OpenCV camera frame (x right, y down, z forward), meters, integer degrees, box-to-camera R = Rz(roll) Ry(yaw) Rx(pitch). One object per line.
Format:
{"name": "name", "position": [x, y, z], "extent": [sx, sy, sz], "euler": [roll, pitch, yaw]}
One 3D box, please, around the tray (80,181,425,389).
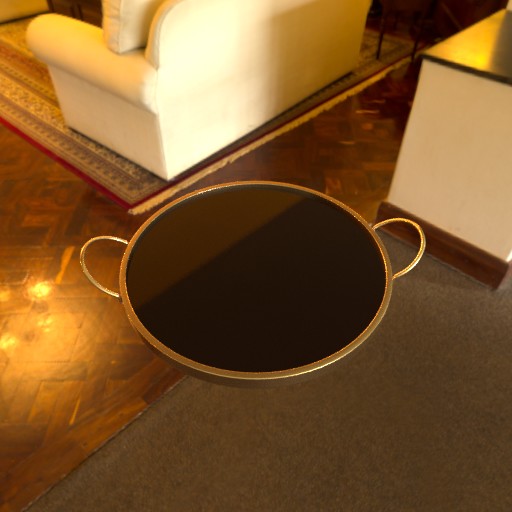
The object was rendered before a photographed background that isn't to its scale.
{"name": "tray", "position": [0.000, 0.000, 0.723], "extent": [0.543, 0.069, 0.438], "euler": [-4, 45, -4]}
